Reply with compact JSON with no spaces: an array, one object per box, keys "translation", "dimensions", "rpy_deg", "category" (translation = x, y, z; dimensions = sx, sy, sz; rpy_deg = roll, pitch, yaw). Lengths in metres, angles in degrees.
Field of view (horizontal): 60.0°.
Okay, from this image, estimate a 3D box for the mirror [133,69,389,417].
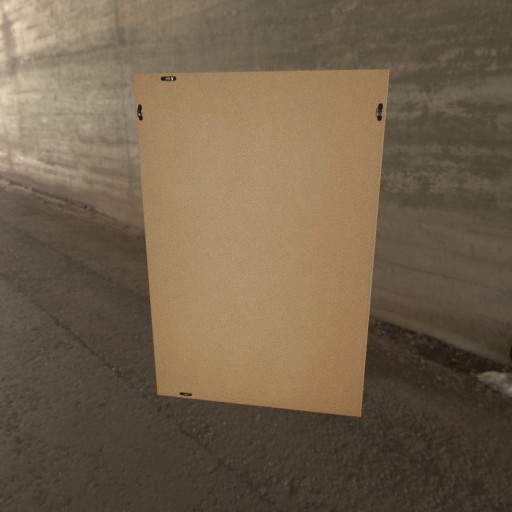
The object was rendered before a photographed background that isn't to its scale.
[{"translation":[0.000,0.000,1.188],"dimensions":[0.609,0.915,0.041],"rpy_deg":[3,18,10],"category":"mirror"}]
